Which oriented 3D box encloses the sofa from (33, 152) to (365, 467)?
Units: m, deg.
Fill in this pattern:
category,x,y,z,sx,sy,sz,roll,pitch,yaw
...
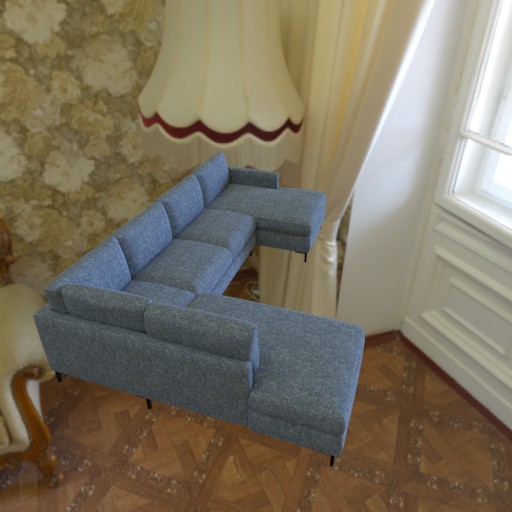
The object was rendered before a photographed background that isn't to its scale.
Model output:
category,x,y,z,sx,sy,sz,roll,pitch,yaw
sofa,0.000,0.000,3.512,1.879,0.756,2.737,10,33,16
